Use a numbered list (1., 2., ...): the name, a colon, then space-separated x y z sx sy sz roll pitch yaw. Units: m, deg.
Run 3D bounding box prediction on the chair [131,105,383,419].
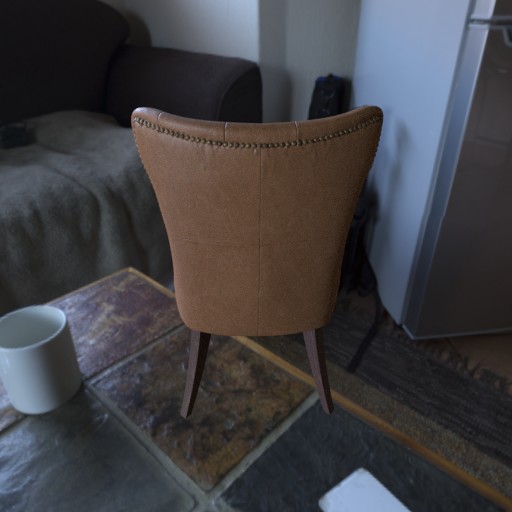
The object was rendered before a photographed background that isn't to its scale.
1. chair: 0.000 0.000 1.481 0.611 1.065 0.669 -1 31 -2
